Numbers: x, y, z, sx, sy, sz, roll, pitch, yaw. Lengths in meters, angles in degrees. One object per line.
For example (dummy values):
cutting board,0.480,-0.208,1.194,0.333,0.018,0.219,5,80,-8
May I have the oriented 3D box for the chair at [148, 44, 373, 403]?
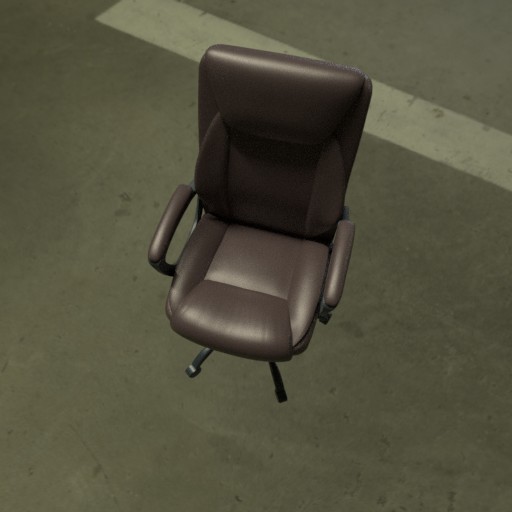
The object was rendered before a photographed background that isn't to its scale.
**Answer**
chair,0.000,0.000,1.441,0.615,1.072,0.655,13,60,8
